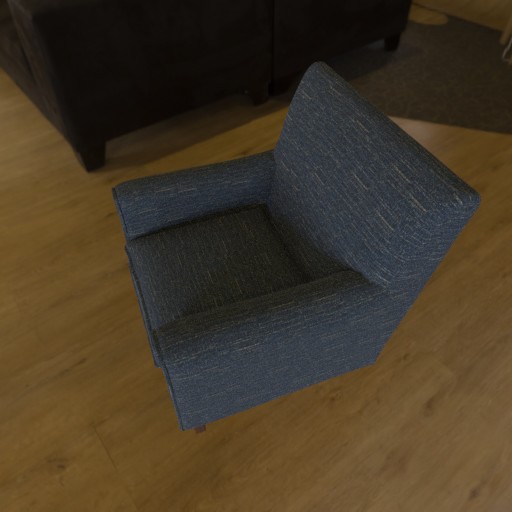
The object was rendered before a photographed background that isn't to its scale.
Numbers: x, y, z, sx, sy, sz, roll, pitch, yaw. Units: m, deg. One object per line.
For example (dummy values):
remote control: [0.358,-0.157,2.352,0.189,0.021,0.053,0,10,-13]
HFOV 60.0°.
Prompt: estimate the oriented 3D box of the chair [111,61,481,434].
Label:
chair: [0.000,0.000,1.582,0.873,0.928,0.864,-16,49,-15]
